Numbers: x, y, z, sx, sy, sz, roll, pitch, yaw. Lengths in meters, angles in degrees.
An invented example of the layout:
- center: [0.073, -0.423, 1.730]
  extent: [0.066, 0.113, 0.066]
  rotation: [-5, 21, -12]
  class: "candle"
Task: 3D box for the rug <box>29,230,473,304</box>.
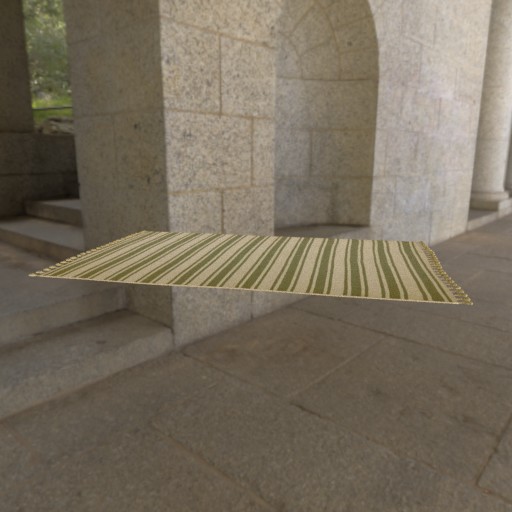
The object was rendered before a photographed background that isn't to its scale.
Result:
- center: [0.000, 0.000, 2.348]
  extent: [1.875, 0.013, 1.162]
  rotation: [3, 14, 12]
  class: "rug"
